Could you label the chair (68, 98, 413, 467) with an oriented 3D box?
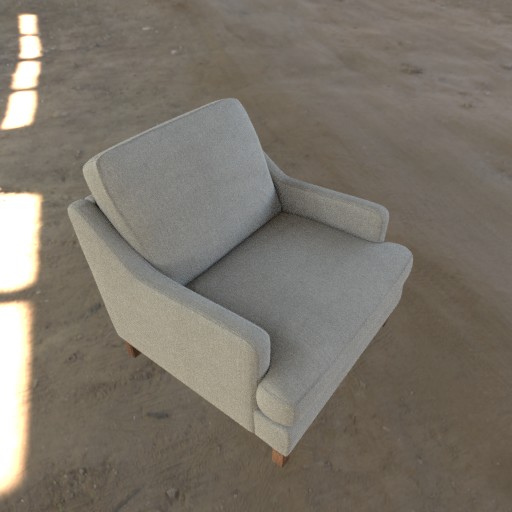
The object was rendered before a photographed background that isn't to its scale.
[{"bbox_3d":[0.000,0.000,1.562,0.892,0.821,0.826,26,46,28],"label":"chair"}]
